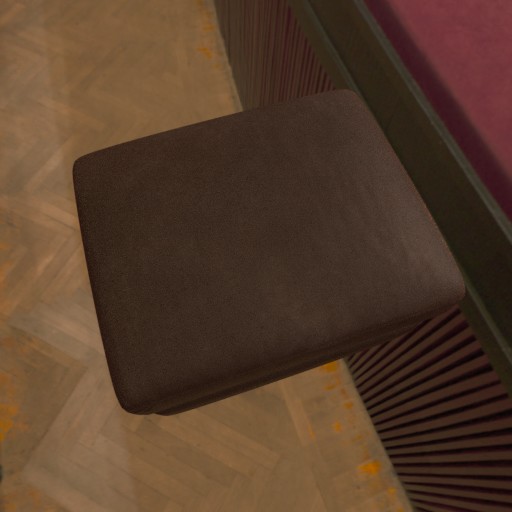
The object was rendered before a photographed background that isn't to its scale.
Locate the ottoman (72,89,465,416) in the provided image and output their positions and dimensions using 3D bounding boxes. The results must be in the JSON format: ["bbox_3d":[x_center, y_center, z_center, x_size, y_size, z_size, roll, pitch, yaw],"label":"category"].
[{"bbox_3d":[0.000,0.000,1.230,0.806,0.569,0.670,-17,66,-8],"label":"ottoman"}]
